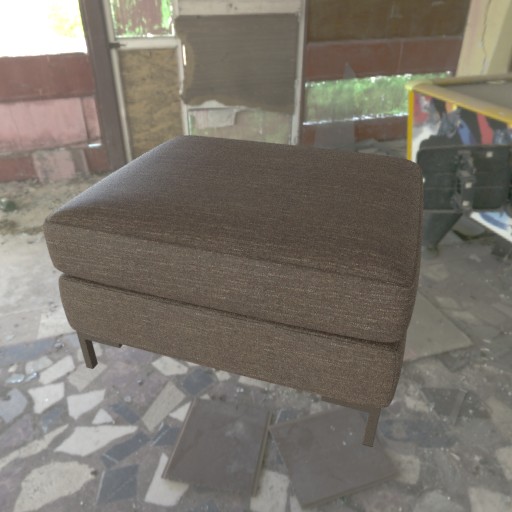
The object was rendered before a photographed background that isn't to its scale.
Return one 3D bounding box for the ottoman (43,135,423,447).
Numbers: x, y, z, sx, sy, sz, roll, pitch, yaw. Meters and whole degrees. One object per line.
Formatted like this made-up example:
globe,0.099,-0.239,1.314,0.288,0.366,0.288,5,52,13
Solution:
ottoman,0.000,0.000,1.219,0.820,0.490,0.671,10,33,16
